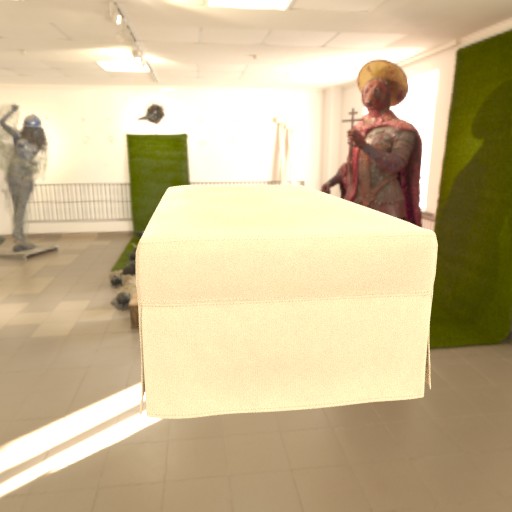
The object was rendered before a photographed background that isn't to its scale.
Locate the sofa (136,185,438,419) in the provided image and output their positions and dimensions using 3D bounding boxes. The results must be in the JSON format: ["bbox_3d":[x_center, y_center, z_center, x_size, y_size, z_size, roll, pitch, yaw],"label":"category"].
[{"bbox_3d":[0.000,0.000,2.070,0.939,0.552,1.677,-2,14,-8],"label":"sofa"}]
